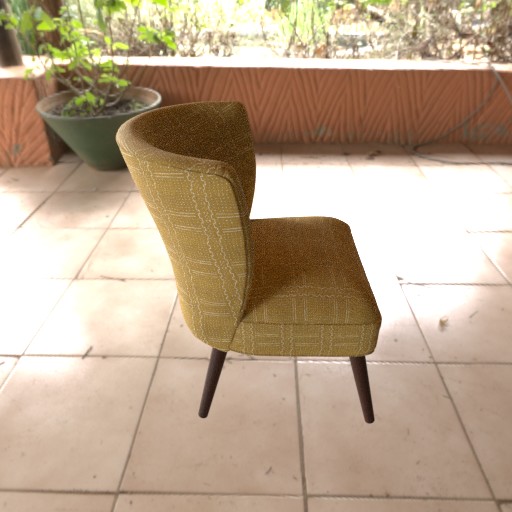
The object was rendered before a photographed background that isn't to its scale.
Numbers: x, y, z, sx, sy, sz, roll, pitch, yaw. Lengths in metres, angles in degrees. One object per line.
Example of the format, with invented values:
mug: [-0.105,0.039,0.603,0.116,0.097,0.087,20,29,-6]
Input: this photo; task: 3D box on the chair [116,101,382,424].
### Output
chair: [0.000,0.000,1.446,0.758,0.866,0.706,0,31,0]
